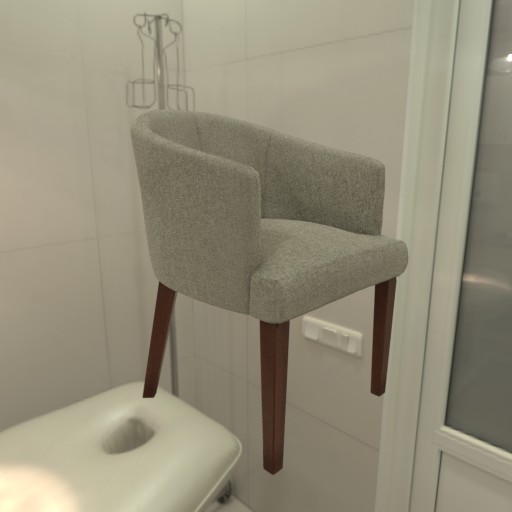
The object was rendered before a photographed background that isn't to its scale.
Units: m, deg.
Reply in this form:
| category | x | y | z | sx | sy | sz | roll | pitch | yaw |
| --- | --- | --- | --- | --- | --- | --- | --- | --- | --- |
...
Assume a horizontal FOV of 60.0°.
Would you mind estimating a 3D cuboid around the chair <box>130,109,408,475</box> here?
| category | x | y | z | sx | sy | sz | roll | pitch | yaw |
| --- | --- | --- | --- | --- | --- | --- | --- | --- | --- |
| chair | 0.000 | 0.000 | 1.248 | 0.655 | 0.811 | 0.583 | 13 | 19 | 43 |
